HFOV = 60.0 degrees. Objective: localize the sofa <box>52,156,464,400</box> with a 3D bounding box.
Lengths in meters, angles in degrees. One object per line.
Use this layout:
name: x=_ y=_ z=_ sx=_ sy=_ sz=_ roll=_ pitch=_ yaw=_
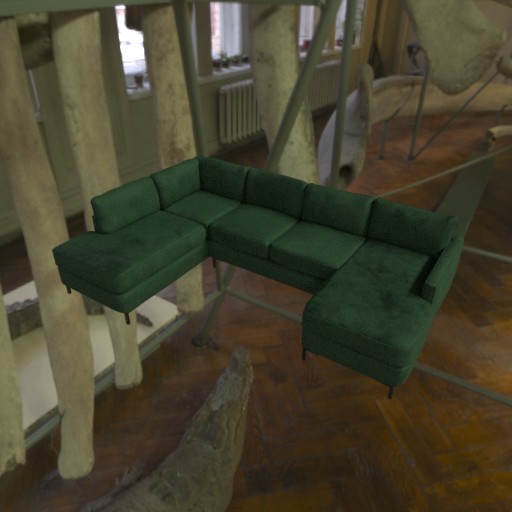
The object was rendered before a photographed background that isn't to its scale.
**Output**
sofa: x=0.000 y=0.000 z=3.831 sx=2.994 sy=0.861 sz=1.992 roll=19 pitch=36 yaw=28
